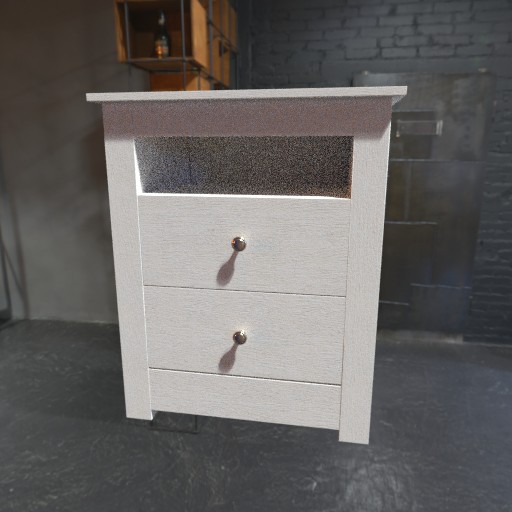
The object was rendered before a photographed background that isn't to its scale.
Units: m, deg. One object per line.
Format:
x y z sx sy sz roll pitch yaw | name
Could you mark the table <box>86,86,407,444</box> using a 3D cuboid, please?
0.000 0.000 1.073 0.589 0.711 0.406 2 14 10 | table
